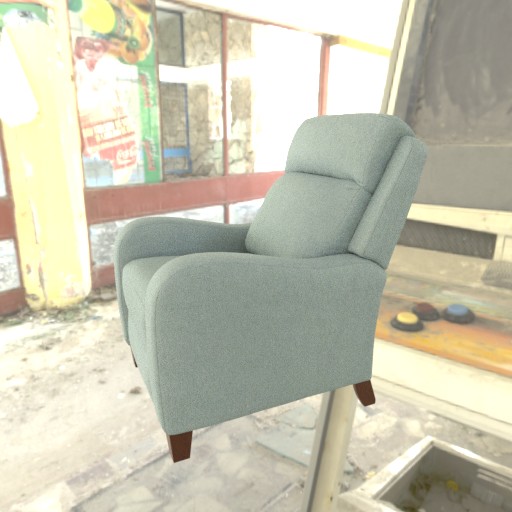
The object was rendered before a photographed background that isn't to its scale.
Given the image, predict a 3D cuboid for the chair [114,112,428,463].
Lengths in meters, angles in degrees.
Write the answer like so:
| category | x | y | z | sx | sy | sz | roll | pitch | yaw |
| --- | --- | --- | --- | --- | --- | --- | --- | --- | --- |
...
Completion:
| category | x | y | z | sx | sy | sz | roll | pitch | yaw |
| --- | --- | --- | --- | --- | --- | --- | --- | --- | --- |
| chair | 0.000 | 0.000 | 1.729 | 0.988 | 1.067 | 0.785 | -7 | 17 | -24 |
